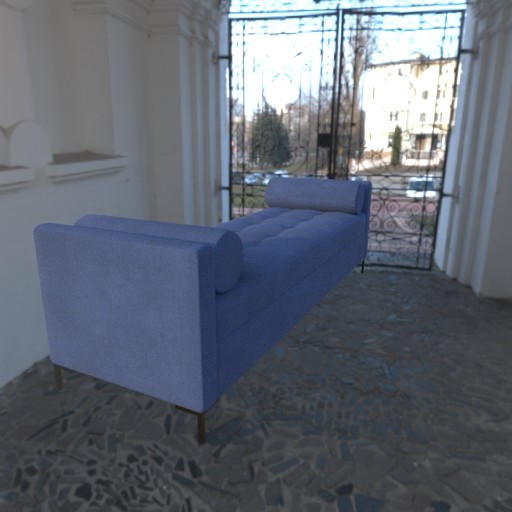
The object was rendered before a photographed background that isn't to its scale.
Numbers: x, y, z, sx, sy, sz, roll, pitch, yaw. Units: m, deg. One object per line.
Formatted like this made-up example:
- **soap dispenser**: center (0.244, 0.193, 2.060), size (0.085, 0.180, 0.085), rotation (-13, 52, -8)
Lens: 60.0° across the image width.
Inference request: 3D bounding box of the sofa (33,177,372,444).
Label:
- **sofa**: center (0.000, 0.000, 2.264), size (0.686, 0.635, 1.981), rotation (8, 17, 26)
